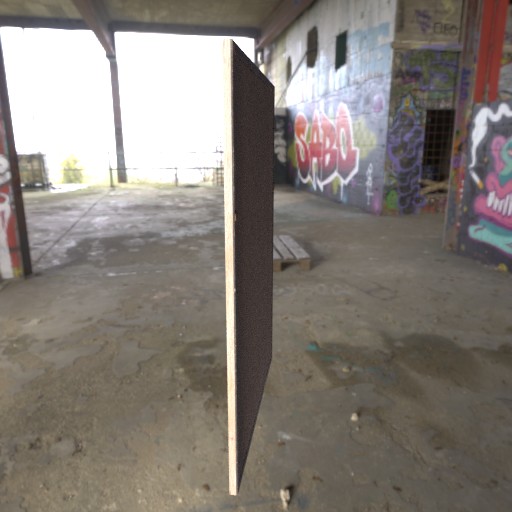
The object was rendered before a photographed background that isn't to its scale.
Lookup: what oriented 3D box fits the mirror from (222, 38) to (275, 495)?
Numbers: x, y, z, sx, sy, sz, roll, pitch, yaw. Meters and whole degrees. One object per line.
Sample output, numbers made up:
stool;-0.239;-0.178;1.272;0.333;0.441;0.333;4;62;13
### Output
mirror;0.000;0.000;1.268;0.025;0.996;0.705;2;14;8
